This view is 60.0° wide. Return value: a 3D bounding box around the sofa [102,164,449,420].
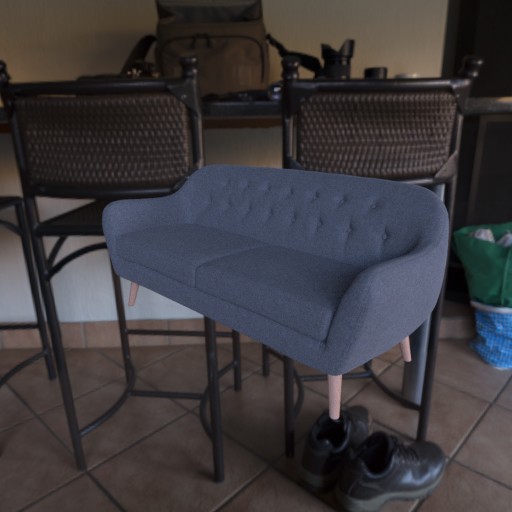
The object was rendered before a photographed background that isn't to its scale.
[{"bbox_3d":[0.000,0.000,2.301,0.820,0.820,1.840,-16,23,-42],"label":"sofa"}]
